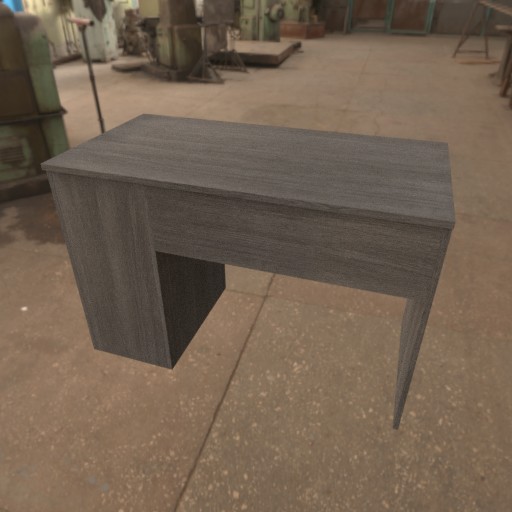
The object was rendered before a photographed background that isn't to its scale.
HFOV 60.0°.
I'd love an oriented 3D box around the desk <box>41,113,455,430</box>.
[{"bbox_3d":[0.000,0.000,1.526,1.097,0.735,0.560,10,34,15],"label":"desk"}]
